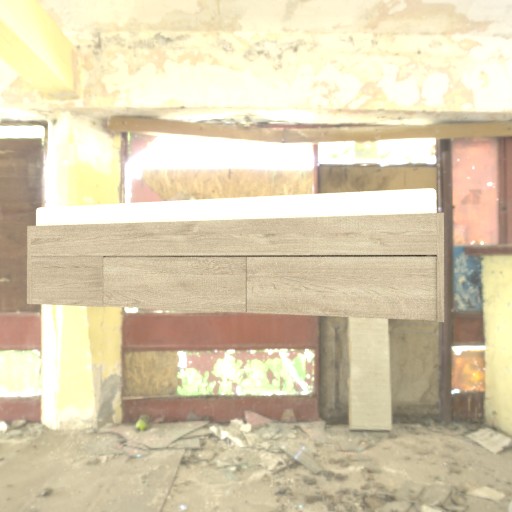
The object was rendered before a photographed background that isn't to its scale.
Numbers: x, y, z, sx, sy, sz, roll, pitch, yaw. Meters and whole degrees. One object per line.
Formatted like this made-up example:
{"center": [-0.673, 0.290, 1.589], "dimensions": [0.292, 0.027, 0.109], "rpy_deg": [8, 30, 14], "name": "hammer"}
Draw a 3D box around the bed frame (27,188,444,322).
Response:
{"center": [0.000, 0.000, 2.601], "dimensions": [1.944, 0.490, 1.448], "rpy_deg": [0, 0, 19], "name": "bed frame"}
